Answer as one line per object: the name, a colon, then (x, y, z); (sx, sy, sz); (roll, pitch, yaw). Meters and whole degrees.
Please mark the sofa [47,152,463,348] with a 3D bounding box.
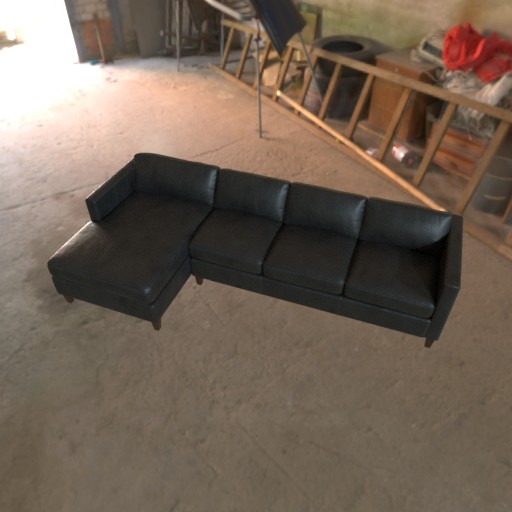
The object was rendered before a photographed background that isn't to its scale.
sofa: (0.000, 0.000, 3.850); (3.203, 0.883, 1.581); (14, 43, 15)
